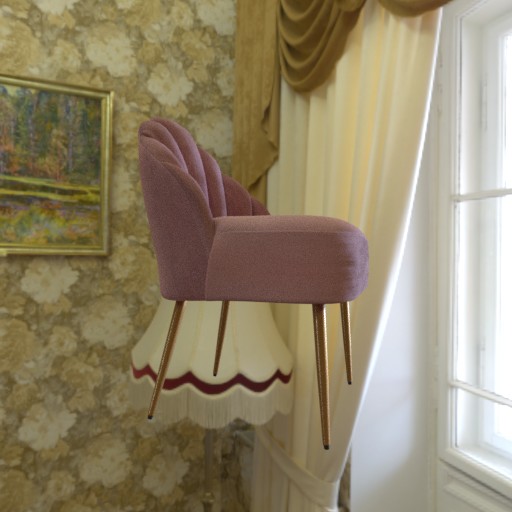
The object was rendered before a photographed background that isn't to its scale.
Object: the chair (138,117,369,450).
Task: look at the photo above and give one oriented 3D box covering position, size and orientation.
[{"bbox_3d":[0.000,0.000,1.248,0.599,0.819,0.657,0,0,18],"label":"chair"}]
